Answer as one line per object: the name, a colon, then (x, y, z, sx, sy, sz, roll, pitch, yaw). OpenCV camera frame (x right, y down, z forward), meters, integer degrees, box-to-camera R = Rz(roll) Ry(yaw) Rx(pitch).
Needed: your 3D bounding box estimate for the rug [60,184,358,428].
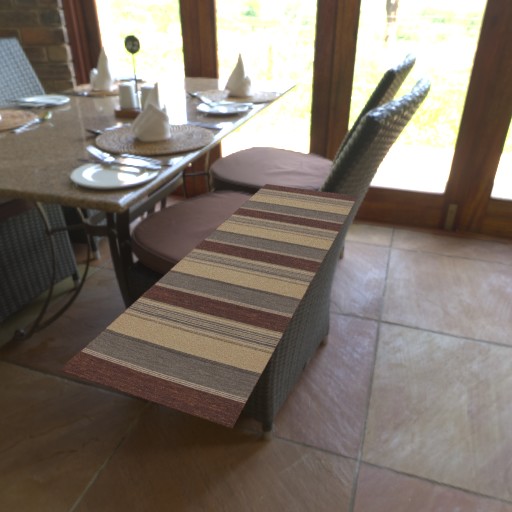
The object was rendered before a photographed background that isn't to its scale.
rug: (0.000, 0.000, 2.709, 0.792, 0.006, 2.437, 11, 31, 19)
